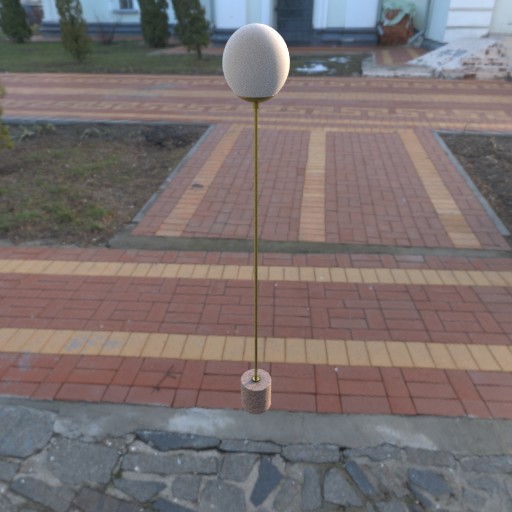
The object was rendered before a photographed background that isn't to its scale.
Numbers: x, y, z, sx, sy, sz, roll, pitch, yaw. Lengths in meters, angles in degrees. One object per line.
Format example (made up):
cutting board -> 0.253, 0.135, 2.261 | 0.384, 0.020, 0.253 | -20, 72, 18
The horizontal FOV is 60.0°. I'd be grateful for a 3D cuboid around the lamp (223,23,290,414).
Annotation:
lamp -> 0.000, 0.000, 1.881 | 0.229, 1.748, 0.229 | 10, 31, 18
